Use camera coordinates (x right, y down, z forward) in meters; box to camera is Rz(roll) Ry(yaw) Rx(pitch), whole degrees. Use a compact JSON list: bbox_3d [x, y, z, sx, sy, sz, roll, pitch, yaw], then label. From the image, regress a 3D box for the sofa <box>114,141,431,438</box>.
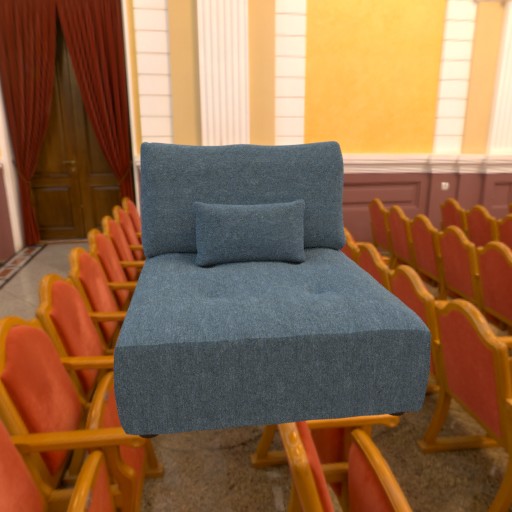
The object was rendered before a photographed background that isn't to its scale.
[{"bbox_3d":[0.000,0.000,1.692,0.930,0.820,1.000,-2,16,-7],"label":"sofa"}]
